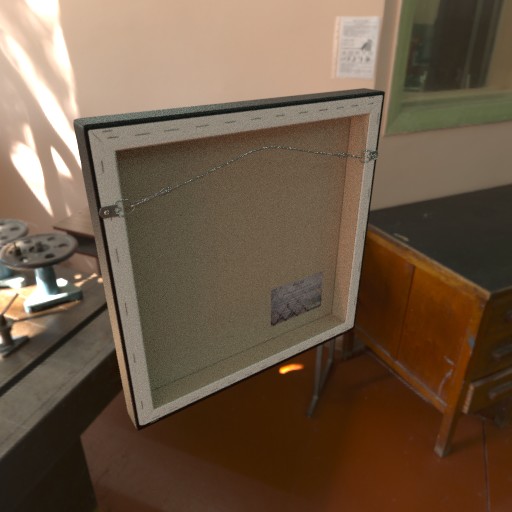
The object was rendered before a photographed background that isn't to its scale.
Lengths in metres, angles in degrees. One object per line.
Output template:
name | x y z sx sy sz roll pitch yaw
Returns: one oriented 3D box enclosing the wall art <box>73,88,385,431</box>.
wall art | 0.000 0.000 0.614 0.406 0.407 0.041 -17 33 -29
